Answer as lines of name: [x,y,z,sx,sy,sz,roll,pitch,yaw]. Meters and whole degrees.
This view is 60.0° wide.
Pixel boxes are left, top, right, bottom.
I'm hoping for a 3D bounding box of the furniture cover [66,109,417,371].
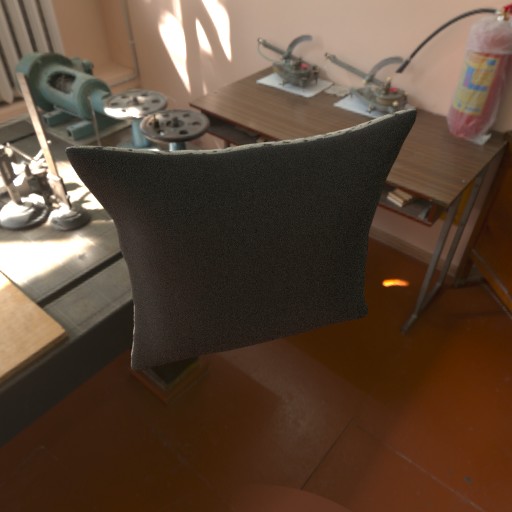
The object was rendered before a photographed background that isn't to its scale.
furniture cover: [0.000,0.000,0.793,0.525,0.498,0.180,-11,42,-12]
